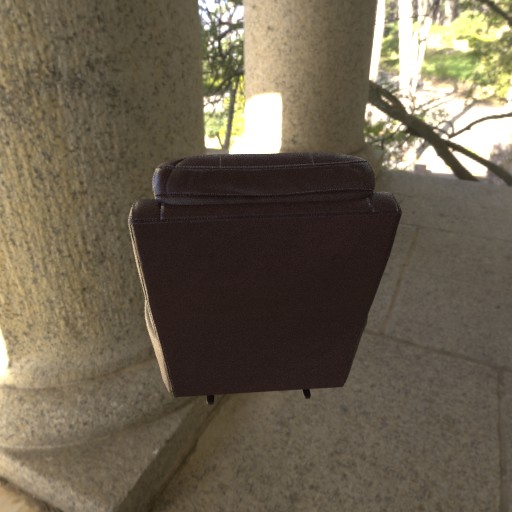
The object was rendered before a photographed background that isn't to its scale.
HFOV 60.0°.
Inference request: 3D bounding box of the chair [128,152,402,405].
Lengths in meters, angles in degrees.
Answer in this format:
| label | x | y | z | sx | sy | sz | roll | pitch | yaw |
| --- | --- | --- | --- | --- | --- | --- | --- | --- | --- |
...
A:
| label | x | y | z | sx | sy | sz | roll | pitch | yaw |
| --- | --- | --- | --- | --- | --- | --- | --- | --- | --- |
| chair | 0.000 | 0.000 | 1.754 | 0.829 | 1.030 | 1.080 | -2 | 29 | -4 |
